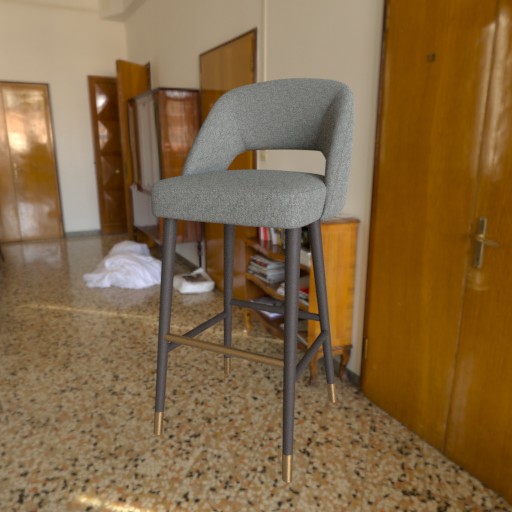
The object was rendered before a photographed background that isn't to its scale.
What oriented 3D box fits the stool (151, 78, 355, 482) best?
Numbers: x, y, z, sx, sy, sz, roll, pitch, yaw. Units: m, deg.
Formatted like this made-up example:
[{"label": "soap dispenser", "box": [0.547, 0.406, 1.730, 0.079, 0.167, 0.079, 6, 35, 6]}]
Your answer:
[{"label": "stool", "box": [0.000, 0.000, 1.379, 0.536, 1.089, 0.524, 7, 16, 26]}]
